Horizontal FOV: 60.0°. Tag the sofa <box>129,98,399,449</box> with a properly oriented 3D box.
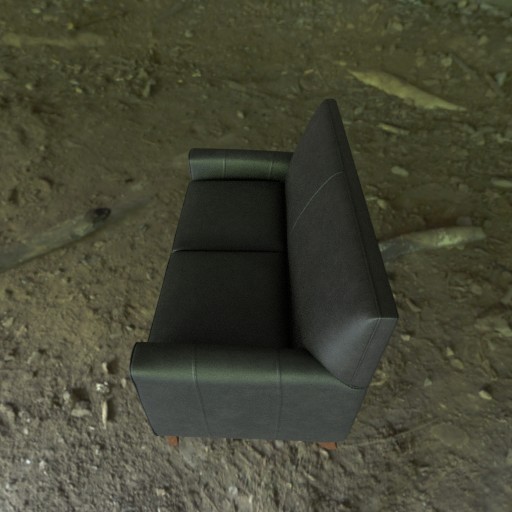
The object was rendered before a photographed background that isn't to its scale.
[{"bbox_3d":[0.000,0.000,1.989,0.787,0.871,1.473,1,41,1],"label":"sofa"}]
